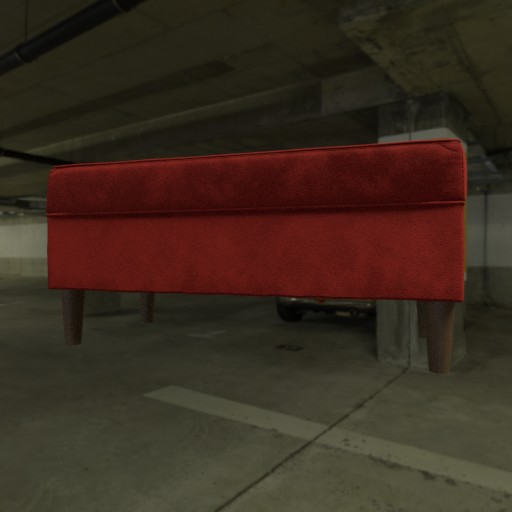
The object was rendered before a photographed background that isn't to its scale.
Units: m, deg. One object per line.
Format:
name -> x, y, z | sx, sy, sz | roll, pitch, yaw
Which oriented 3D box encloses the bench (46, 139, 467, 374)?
bench -> 0.000, 0.000, 1.232 | 1.016, 0.471, 0.492 | 0, 1, 17
